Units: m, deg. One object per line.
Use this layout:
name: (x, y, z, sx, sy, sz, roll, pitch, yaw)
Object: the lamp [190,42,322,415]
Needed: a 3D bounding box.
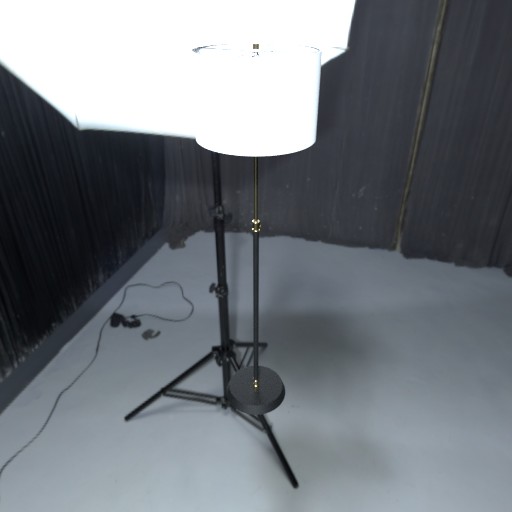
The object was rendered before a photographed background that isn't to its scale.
lamp: (0.000, 0.000, 1.745, 0.404, 1.517, 0.404, 9, 32, 15)
